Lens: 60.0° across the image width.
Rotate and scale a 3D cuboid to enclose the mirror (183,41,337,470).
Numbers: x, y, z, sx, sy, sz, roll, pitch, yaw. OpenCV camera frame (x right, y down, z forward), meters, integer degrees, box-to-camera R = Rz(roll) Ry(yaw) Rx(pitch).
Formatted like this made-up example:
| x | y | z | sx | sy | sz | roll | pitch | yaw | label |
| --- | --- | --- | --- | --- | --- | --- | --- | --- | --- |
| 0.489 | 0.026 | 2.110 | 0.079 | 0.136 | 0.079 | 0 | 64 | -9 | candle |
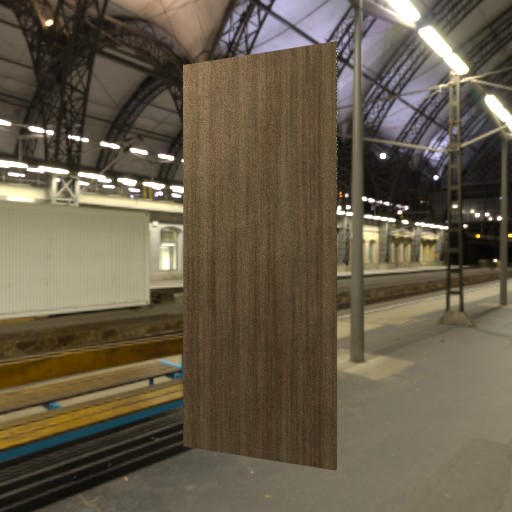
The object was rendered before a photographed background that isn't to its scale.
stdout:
| x | y | z | sx | sy | sz | roll | pitch | yaw | label |
| --- | --- | --- | --- | --- | --- | --- | --- | --- | --- |
| 0.000 | 0.000 | 2.241 | 0.812 | 2.032 | 0.025 | 0 | 0 | 19 | mirror |
